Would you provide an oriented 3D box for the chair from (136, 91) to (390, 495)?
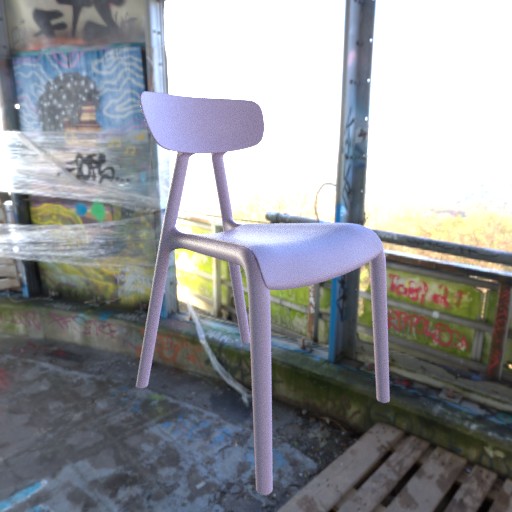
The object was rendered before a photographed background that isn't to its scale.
[{"bbox_3d":[0.000,0.000,0.819,0.356,0.580,0.401,-14,20,-42],"label":"chair"}]
